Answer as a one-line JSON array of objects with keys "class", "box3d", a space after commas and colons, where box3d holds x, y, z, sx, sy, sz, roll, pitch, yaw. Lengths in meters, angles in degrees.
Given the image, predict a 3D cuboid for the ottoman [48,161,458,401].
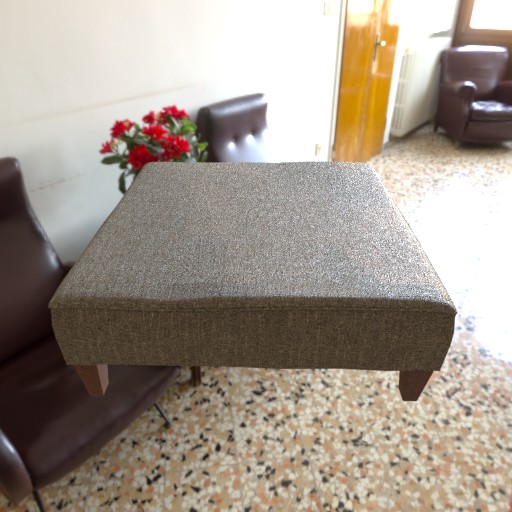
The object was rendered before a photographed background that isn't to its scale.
[{"class": "ottoman", "box3d": [0.000, 0.000, 1.530, 0.981, 0.379, 1.016, 1, 31, 1]}]
